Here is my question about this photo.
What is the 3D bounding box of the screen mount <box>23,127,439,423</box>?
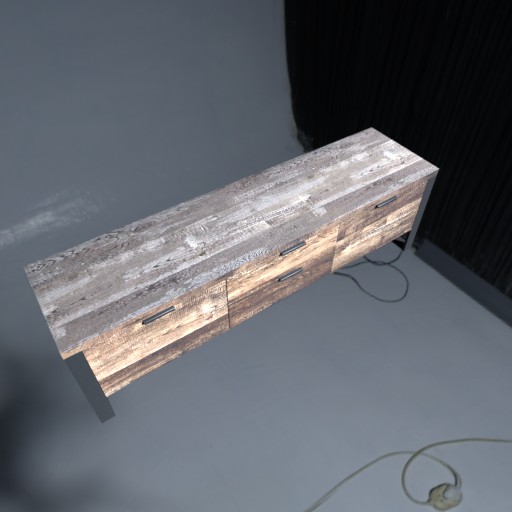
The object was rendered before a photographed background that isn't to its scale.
[{"bbox_3d":[0.000,0.000,1.758,1.524,0.450,0.395,-26,52,-23],"label":"screen mount"}]
